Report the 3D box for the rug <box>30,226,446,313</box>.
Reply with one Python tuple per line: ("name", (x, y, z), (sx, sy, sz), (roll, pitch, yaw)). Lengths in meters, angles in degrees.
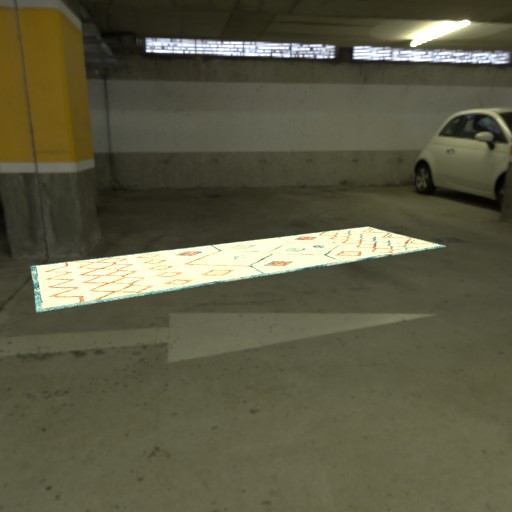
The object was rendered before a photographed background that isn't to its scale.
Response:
("rug", (0.000, 0.000, 2.686), (2.435, 0.011, 0.750), (-8, 17, -27))
